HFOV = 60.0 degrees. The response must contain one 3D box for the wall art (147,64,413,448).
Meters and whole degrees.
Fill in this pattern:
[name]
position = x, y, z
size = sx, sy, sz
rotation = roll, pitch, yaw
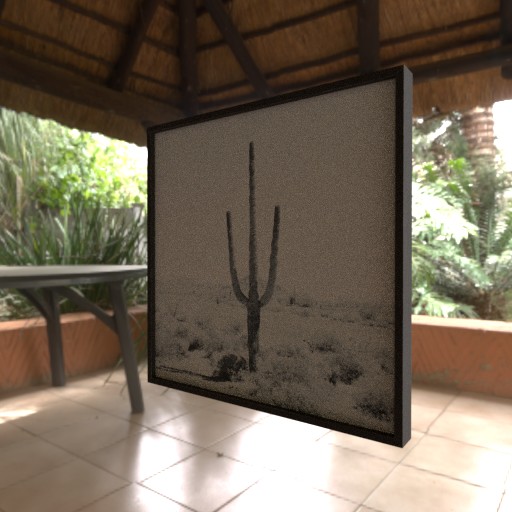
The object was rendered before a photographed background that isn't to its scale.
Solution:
[wall art]
position = 0.000, 0.000, 0.750
size = 0.508, 0.508, 0.038
rotation = 0, 1, 36
